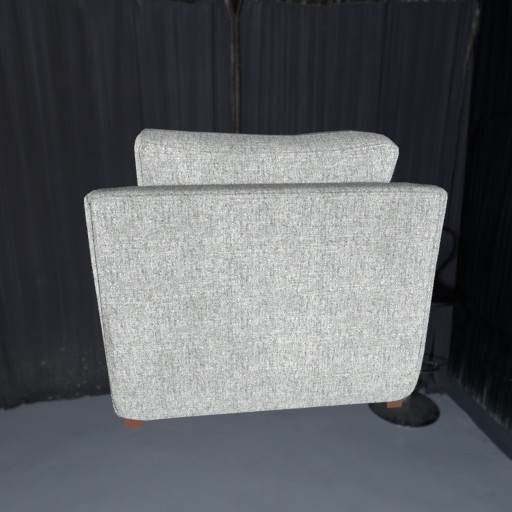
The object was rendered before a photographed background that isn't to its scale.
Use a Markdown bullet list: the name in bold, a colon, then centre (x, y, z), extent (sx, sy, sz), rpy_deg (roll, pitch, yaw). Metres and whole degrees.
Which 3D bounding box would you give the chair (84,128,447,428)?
- **chair**: centre (0.000, 0.000, 1.899), extent (1.138, 1.037, 1.009), rpy_deg (-2, 15, -7)
